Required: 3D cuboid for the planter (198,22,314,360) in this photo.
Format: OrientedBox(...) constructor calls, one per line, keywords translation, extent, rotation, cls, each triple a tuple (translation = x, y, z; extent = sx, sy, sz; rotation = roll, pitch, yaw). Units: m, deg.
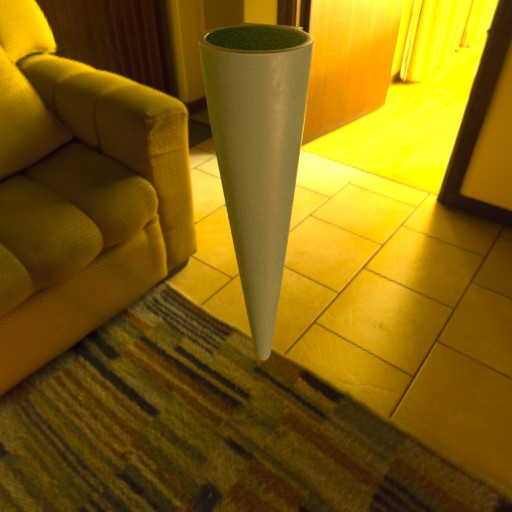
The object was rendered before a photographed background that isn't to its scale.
OrientedBox(translation=(0.000, 0.000, 0.293), extent=(0.054, 0.268, 0.055), rotation=(12, 41, 14), cls="planter")
